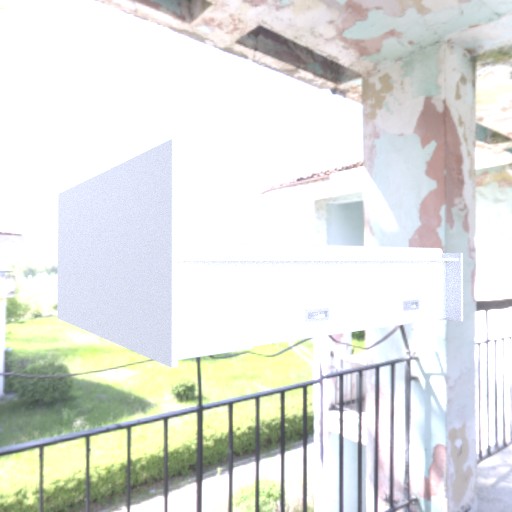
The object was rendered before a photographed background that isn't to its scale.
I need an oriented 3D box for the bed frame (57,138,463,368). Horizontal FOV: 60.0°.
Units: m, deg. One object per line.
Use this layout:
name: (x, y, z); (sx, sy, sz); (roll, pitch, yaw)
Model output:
bed frame: (0.000, 0.000, 2.780); (1.960, 0.800, 1.622); (0, -1, -37)
